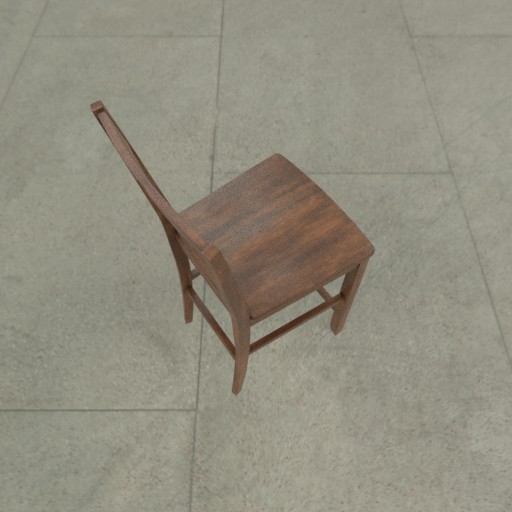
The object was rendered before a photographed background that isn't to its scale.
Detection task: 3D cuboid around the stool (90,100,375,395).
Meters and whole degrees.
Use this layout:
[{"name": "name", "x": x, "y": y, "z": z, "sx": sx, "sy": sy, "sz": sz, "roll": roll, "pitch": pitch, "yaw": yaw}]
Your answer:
[{"name": "stool", "x": 0.000, "y": 0.000, "z": 1.348, "sx": 0.539, "sy": 1.079, "sz": 0.462, "roll": -31, "pitch": 64, "yaw": -18}]
